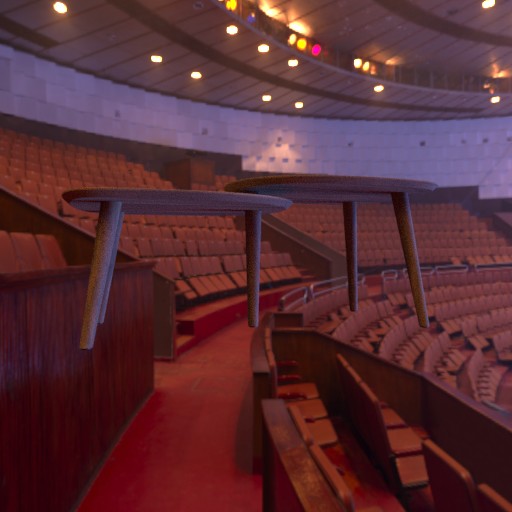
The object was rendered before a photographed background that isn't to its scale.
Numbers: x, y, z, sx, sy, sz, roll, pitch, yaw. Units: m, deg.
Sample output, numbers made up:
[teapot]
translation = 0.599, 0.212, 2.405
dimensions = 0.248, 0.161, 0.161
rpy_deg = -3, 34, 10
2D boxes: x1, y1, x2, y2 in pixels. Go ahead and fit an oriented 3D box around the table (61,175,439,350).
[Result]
[table]
translation = 0.000, 0.000, 1.359
dimensions = 1.084, 0.429, 0.527
rpy_deg = 0, 1, -18
